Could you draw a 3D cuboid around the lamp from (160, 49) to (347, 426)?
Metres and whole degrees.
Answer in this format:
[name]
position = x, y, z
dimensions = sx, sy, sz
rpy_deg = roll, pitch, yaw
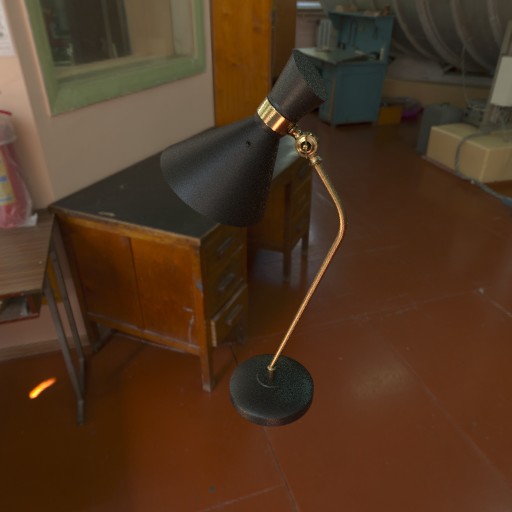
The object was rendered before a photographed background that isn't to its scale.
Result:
[lamp]
position = 0.000, 0.000, 0.760
dimensions = 0.292, 0.647, 0.189
rpy_deg = 8, 32, 14
